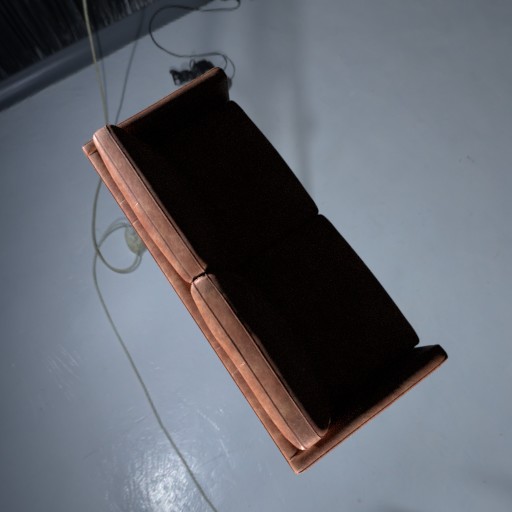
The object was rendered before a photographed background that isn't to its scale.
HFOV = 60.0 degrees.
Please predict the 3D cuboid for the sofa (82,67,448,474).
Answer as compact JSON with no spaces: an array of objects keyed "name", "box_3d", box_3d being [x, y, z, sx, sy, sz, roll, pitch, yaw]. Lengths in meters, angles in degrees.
[{"name":"sofa","box_3d":[0.000,0.000,2.441,0.923,0.863,1.971,-34,77,-9]}]
